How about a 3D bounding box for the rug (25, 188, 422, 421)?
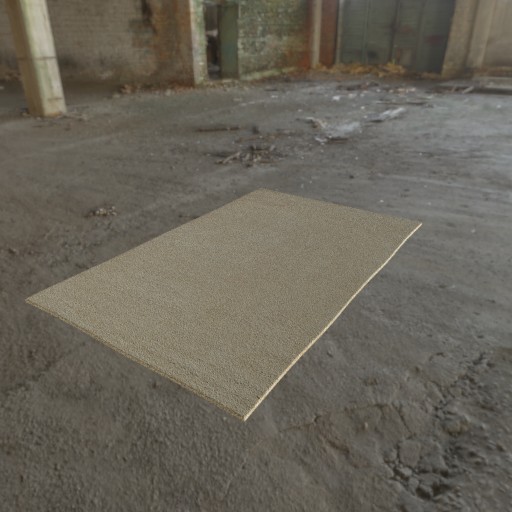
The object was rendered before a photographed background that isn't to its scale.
[{"bbox_3d":[0.000,0.000,2.944,1.500,0.025,2.346,17,32,30],"label":"rug"}]
